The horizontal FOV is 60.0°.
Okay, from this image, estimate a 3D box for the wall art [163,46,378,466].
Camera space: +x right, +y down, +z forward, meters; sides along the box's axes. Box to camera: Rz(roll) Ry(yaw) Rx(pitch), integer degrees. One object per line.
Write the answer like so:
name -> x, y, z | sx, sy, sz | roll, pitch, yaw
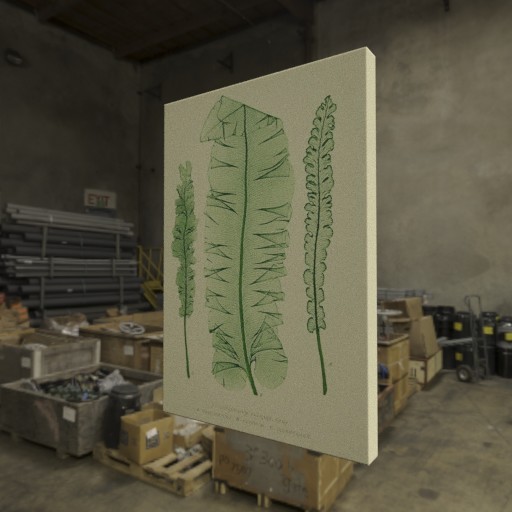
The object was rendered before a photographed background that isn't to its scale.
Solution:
wall art -> 0.000, 0.000, 0.777 | 0.418, 0.608, 0.038 | -1, -1, 34
